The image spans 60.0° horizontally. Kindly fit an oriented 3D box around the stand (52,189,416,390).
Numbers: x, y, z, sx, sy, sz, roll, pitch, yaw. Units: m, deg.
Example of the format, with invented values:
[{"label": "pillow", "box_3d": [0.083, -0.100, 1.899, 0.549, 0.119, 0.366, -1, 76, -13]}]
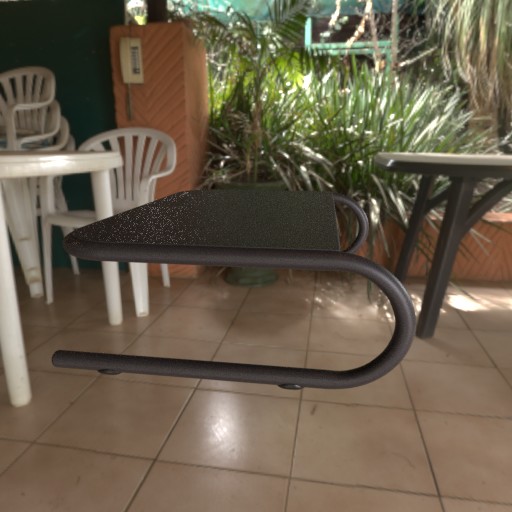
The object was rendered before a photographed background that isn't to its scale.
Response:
[{"label": "stand", "box_3d": [0.000, 0.000, 0.500, 0.280, 0.108, 0.370, 2, 15, 8]}]
